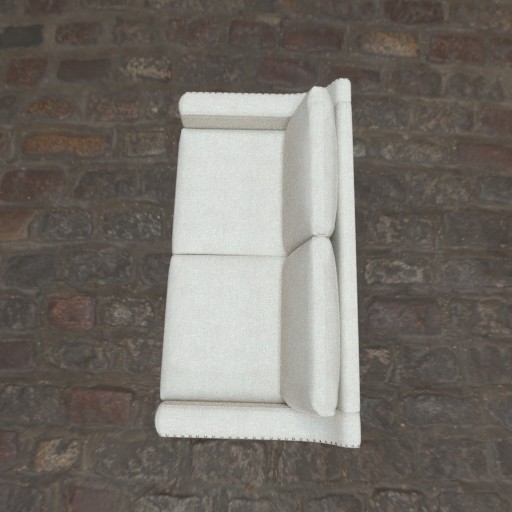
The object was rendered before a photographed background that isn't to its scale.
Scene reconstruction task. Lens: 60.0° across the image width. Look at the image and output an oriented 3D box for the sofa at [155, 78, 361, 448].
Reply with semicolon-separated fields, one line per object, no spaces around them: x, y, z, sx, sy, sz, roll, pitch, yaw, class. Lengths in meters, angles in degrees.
0.000;0.000;2.777;1.104;0.983;2.107;1;76;0;sofa
